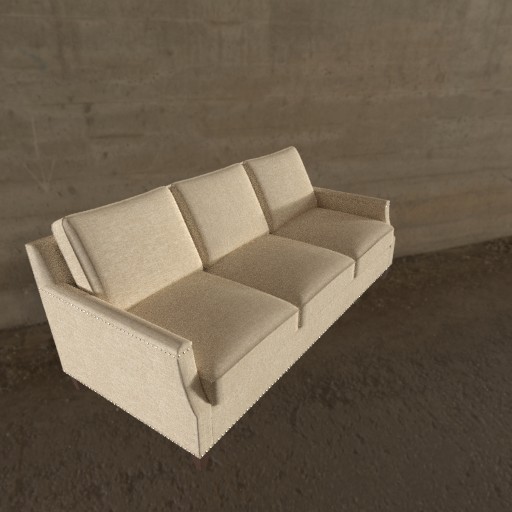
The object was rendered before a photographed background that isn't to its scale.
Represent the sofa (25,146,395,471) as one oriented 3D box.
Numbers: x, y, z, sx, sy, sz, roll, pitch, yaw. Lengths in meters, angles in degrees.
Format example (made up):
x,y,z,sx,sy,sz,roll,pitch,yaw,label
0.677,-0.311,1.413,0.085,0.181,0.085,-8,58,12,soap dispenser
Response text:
x,y,z,sx,sy,sz,roll,pitch,yaw,label
0.000,0.000,2.714,1.041,0.940,2.210,17,30,32,sofa
